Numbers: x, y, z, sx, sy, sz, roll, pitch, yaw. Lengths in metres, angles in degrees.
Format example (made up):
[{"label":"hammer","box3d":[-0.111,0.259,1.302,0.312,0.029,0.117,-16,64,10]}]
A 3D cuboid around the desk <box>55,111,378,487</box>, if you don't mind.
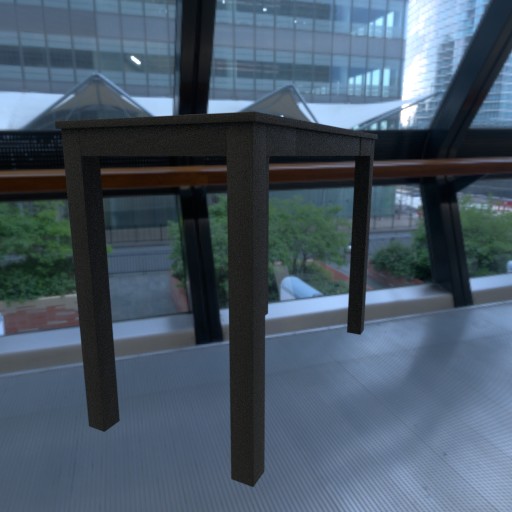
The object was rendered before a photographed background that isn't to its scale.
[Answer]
[{"label":"desk","box3d":[0.000,0.000,1.388,0.499,0.762,0.991,6,14,26]}]
